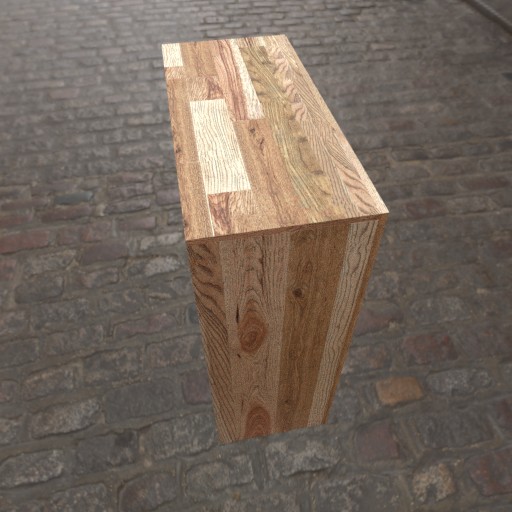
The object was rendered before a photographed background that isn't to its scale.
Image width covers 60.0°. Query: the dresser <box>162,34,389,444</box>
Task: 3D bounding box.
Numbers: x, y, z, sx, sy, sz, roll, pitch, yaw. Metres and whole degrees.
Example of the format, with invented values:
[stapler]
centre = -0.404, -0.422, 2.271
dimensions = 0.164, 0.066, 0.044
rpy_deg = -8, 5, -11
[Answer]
[dresser]
centre = 0.000, 0.000, 1.711
dimensions = 0.480, 1.243, 0.966
rpy_deg = -8, 48, -7
